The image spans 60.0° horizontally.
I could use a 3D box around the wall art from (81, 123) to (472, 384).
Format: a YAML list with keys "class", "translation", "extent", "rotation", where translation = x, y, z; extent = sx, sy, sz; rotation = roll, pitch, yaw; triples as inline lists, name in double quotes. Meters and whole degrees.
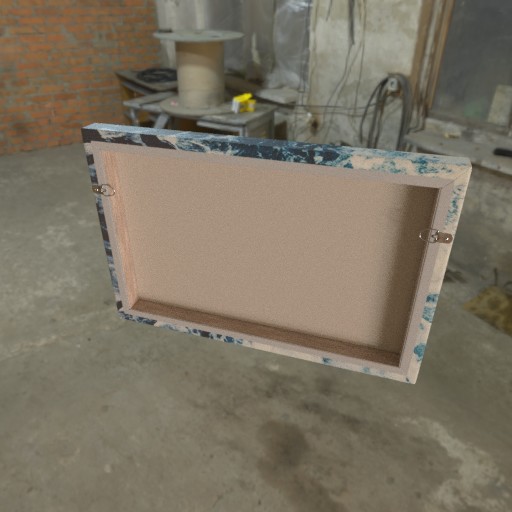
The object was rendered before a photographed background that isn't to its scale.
- class: "wall art"
  translation: [0.000, 0.000, 0.781]
  extent: [0.609, 0.407, 0.043]
  rotation: [10, 32, 15]
